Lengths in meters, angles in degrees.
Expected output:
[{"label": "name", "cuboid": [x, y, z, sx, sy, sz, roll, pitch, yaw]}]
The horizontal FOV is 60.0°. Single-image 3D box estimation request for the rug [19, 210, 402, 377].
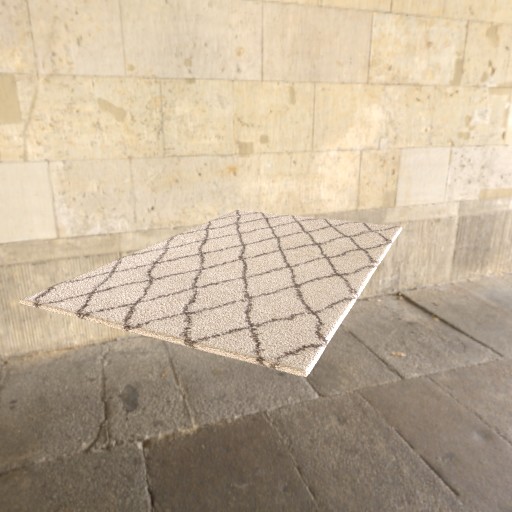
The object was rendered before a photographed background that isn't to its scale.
[{"label": "rug", "cuboid": [0.000, 0.000, 3.402, 1.778, 0.030, 2.743, 8, 20, 24]}]
